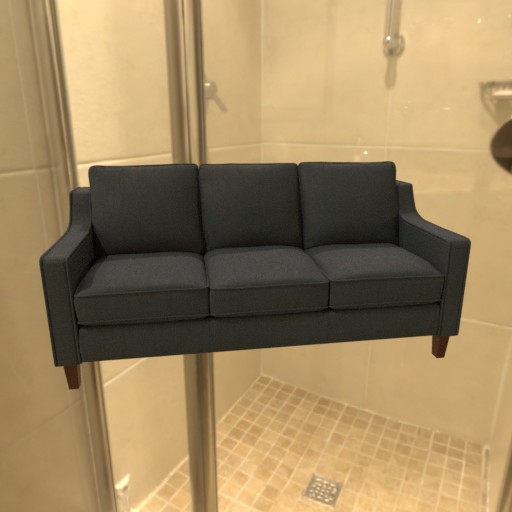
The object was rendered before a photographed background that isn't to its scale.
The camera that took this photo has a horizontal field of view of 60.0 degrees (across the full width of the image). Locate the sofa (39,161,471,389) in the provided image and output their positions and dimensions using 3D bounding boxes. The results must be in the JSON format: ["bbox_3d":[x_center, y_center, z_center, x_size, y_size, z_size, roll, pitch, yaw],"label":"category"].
[{"bbox_3d":[0.000,0.000,2.457,1.986,0.974,0.911,-3,18,-8],"label":"sofa"}]
